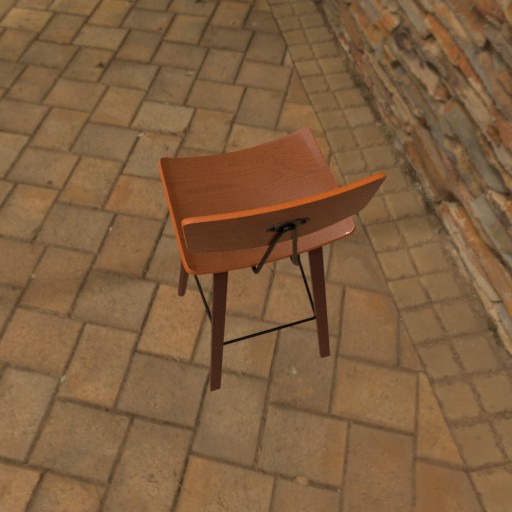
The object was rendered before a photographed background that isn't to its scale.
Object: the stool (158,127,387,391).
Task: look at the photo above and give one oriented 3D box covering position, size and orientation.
[{"bbox_3d":[0.000,0.000,1.257,0.509,0.969,0.440,-14,59,-9],"label":"stool"}]
